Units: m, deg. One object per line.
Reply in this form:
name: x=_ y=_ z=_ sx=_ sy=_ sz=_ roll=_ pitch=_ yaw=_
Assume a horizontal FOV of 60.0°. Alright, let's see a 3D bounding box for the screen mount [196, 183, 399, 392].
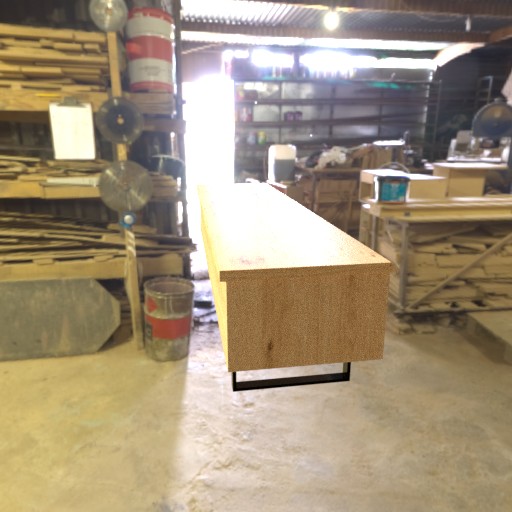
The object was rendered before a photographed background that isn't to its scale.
screen mount: x=0.000 y=0.000 z=1.932 sx=0.450 sy=0.430 sz=1.700 roll=-3 pitch=16 yaw=-9
